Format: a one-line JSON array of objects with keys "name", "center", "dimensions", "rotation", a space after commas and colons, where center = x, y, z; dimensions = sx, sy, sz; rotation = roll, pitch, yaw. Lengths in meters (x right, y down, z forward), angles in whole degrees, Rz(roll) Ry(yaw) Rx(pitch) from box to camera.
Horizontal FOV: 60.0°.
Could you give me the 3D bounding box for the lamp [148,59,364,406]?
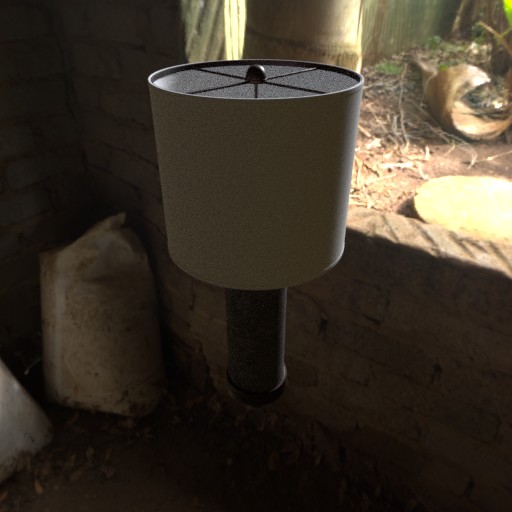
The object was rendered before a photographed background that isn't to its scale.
[{"name": "lamp", "center": [0.000, 0.000, 0.787], "dimensions": [0.301, 0.630, 0.301], "rotation": [0, 32, 0]}]
